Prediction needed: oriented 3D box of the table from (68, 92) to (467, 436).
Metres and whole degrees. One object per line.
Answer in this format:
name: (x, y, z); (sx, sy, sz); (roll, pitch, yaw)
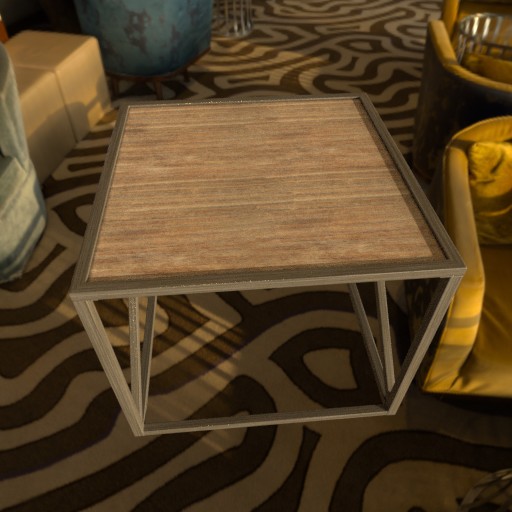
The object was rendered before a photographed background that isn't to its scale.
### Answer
table: (0.000, 0.000, 1.066); (0.609, 0.507, 0.611); (-3, 45, -3)
